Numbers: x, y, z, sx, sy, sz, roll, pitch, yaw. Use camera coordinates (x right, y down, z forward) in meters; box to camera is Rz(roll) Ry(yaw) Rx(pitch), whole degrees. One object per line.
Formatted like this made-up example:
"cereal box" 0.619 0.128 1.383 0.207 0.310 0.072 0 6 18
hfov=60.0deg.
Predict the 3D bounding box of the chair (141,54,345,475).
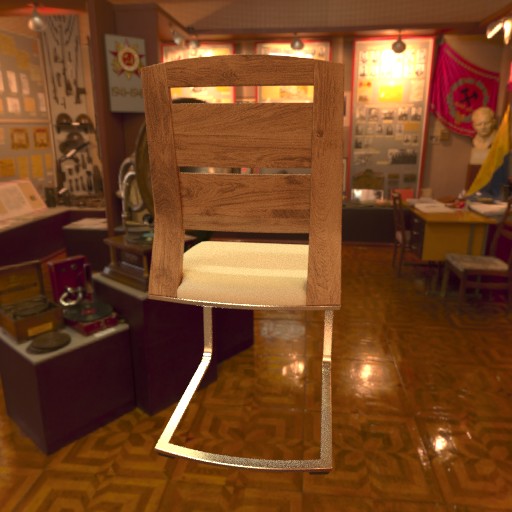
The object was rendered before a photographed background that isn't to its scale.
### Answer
"chair" 0.000 0.000 1.226 0.457 0.955 0.561 2 16 8
